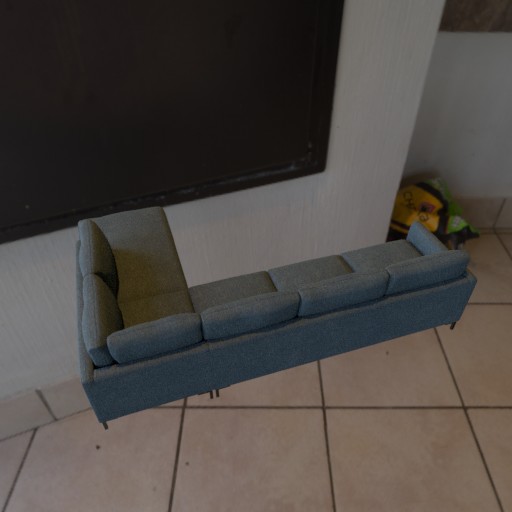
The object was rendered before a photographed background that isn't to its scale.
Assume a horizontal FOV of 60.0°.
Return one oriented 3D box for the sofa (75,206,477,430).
[{"bbox_3d":[0.000,0.000,3.854,2.949,0.815,2.007,-12,43,-14],"label":"sofa"}]
